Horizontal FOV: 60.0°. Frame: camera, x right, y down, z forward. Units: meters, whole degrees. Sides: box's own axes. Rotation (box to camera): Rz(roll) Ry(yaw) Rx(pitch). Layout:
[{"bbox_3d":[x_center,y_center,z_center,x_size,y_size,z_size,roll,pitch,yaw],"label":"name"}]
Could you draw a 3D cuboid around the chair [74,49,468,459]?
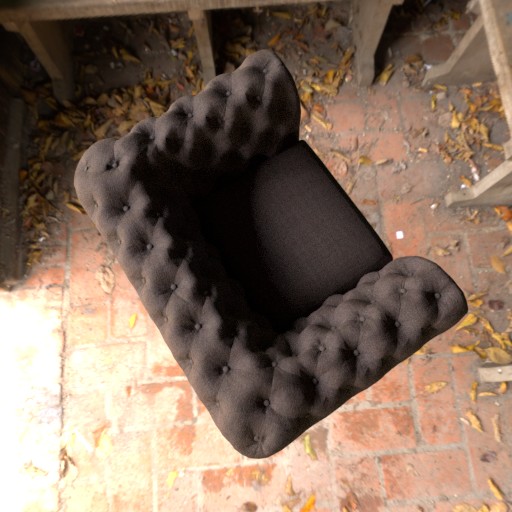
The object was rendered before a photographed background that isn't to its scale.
[{"bbox_3d":[0.000,0.000,1.873,0.945,0.780,1.298,-33,78,-8],"label":"chair"}]
